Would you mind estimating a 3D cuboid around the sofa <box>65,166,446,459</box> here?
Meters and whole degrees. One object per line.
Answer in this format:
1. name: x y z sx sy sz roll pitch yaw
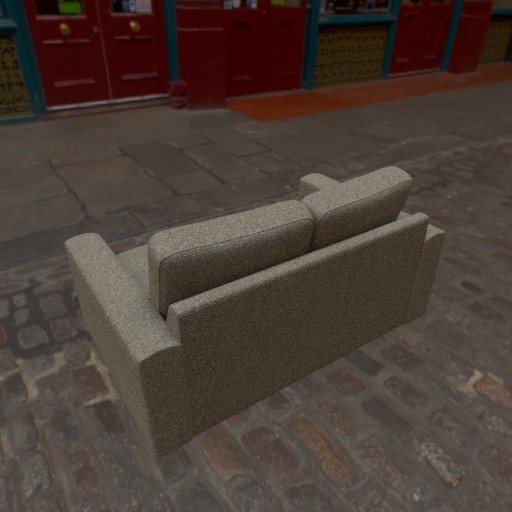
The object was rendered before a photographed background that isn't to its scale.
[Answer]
1. sofa: 0.000 0.000 2.244 1.616 0.873 1.016 -19 37 -28
